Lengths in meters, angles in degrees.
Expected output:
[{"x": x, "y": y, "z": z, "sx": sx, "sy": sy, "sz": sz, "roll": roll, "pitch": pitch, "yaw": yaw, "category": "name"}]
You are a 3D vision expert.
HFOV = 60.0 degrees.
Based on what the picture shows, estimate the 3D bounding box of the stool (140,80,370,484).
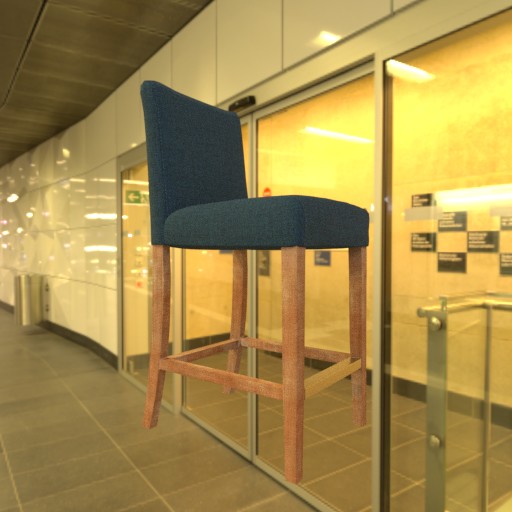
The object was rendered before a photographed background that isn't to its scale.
[{"x": 0.000, "y": 0.000, "z": 1.340, "sx": 0.567, "sy": 1.039, "sz": 0.454, "roll": 1, "pitch": 2, "yaw": 35, "category": "stool"}]
